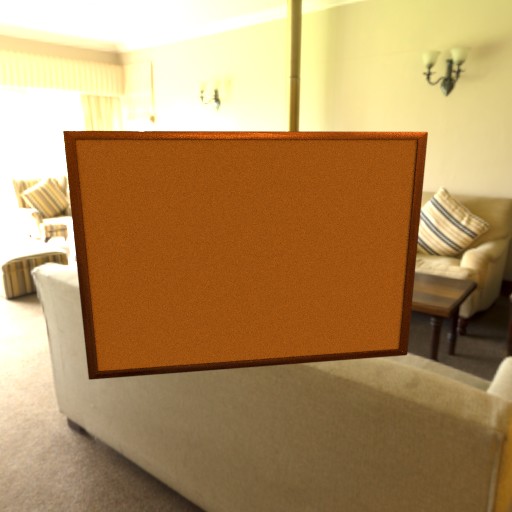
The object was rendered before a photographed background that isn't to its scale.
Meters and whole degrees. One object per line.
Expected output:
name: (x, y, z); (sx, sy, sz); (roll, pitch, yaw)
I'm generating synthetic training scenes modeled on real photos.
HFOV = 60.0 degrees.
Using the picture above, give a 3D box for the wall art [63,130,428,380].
wall art: (0.000, 0.000, 0.562); (0.431, 0.304, 0.012); (-2, 15, -9)
